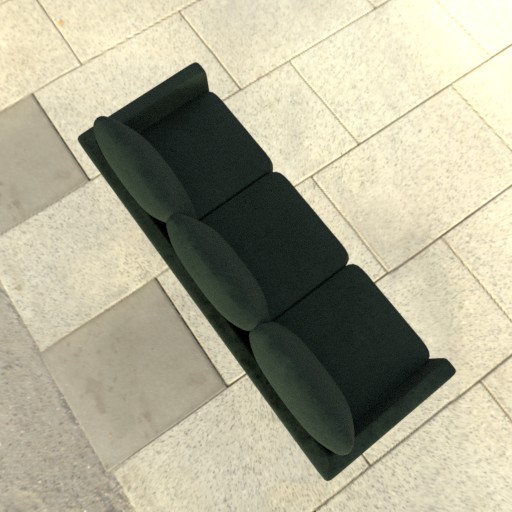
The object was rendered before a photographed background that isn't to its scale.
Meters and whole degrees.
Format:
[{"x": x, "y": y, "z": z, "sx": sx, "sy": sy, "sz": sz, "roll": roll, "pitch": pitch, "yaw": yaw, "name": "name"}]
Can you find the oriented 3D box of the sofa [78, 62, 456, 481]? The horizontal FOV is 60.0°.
[{"x": 0.000, "y": 0.000, "z": 2.532, "sx": 0.859, "sy": 0.870, "sz": 2.218, "roll": -36, "pitch": 79, "yaw": -8, "name": "sofa"}]
